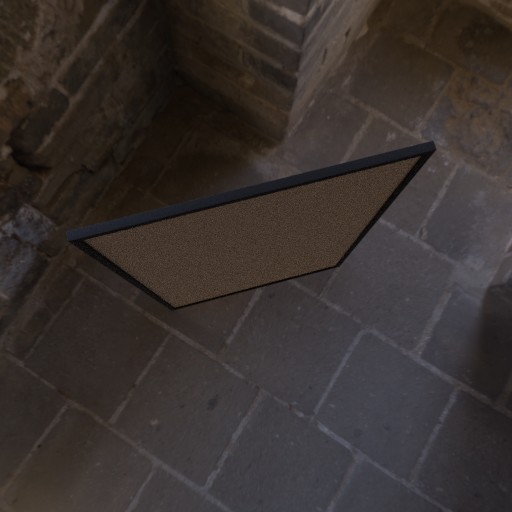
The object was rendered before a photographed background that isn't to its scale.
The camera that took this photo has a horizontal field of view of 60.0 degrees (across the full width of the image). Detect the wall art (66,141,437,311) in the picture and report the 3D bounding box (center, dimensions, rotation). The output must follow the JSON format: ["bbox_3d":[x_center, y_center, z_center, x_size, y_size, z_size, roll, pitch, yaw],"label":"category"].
[{"bbox_3d":[0.000,0.000,0.856,0.460,0.660,0.013,-14,76,-4],"label":"wall art"}]
